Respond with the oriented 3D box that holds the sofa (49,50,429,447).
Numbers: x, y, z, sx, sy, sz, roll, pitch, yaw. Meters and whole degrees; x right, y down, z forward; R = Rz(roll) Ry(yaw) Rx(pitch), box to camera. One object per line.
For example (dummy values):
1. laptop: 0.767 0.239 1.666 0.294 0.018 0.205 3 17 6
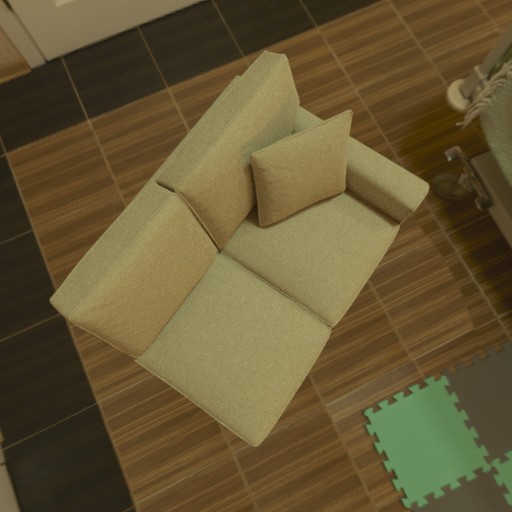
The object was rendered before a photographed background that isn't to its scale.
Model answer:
1. sofa: 0.000 0.000 2.060 0.991 0.989 1.388 34 78 9
